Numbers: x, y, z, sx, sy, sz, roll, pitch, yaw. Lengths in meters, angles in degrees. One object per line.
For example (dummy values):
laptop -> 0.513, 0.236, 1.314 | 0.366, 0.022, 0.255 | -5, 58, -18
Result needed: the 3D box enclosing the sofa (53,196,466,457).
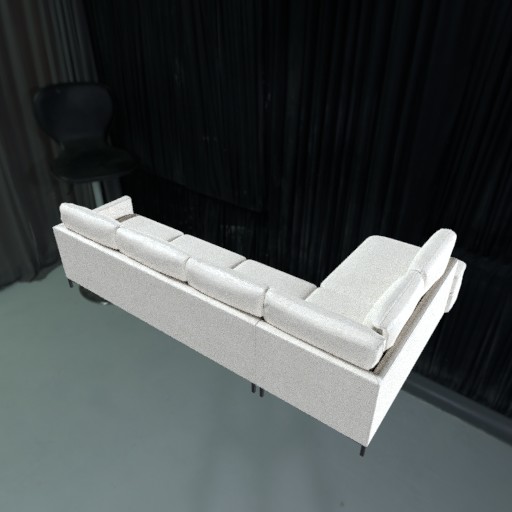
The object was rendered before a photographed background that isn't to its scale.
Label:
sofa -> 0.000, 0.000, 4.267 | 3.384, 0.996, 2.048 | 21, 38, 30
